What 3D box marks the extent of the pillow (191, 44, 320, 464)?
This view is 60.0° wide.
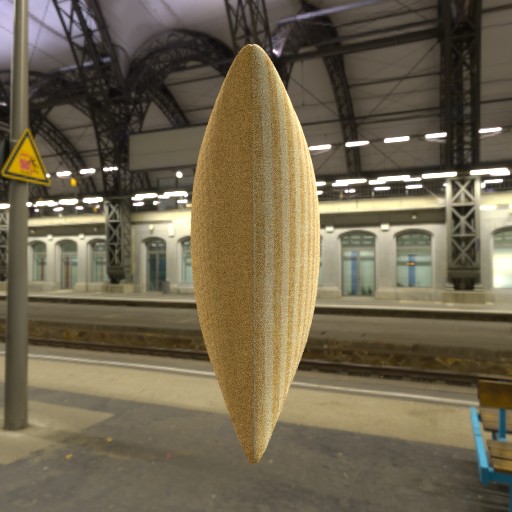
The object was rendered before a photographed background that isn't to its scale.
[{"bbox_3d":[0.000,0.000,0.627,0.173,0.407,0.419,0,-1,1],"label":"pillow"}]
